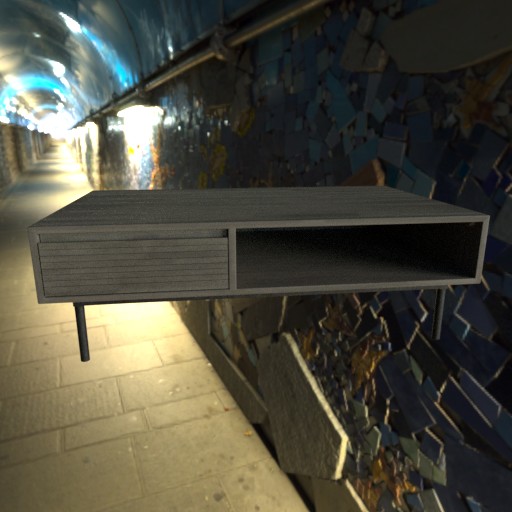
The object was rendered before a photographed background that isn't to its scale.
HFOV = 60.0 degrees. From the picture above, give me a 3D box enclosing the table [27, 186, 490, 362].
[{"bbox_3d":[0.000,0.000,1.381,1.088,0.347,0.643,-2,16,-7],"label":"table"}]
